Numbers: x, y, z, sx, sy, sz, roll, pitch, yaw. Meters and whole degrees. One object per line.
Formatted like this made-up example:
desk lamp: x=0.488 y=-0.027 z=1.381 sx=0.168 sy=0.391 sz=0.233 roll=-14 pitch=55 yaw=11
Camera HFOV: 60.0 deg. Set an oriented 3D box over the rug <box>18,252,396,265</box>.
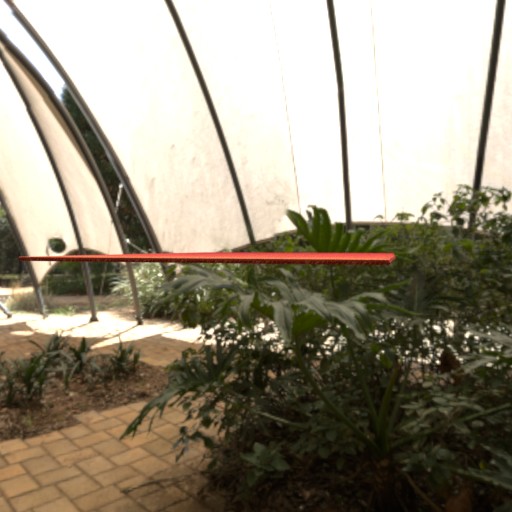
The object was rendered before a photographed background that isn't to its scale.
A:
rug: x=0.000 y=0.000 z=3.891 sx=2.340 sy=0.028 sz=2.905 roll=0 pitch=1 yaw=18
